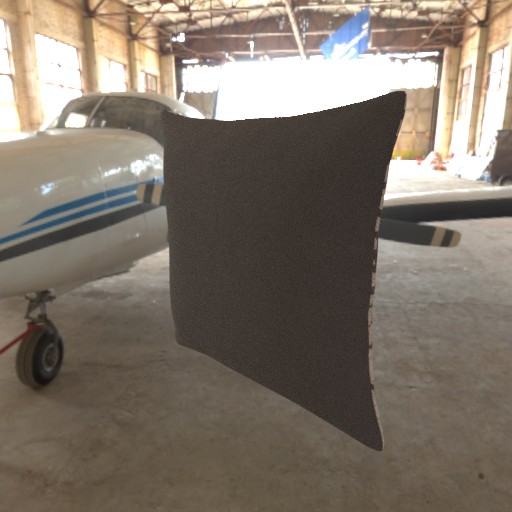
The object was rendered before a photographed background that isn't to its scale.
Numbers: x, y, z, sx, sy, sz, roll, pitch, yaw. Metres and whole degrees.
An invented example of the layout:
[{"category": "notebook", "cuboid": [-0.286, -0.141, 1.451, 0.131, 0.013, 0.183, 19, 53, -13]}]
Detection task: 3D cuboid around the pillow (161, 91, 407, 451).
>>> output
[{"category": "pillow", "cuboid": [0.000, 0.000, 0.771, 0.166, 0.507, 0.526, -14, 20, -43]}]
